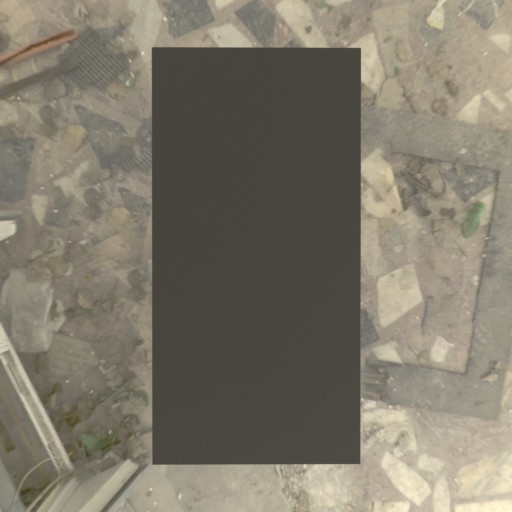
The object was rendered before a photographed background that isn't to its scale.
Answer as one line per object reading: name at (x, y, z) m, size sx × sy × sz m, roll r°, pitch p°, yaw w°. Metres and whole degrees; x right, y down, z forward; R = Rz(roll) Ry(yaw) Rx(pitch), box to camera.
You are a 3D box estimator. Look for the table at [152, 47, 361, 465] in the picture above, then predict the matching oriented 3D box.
table at (0.000, 0.000, 1.343) m, size 0.523 × 0.470 × 1.044 m, roll 0°, pitch 90°, yaw 0°
